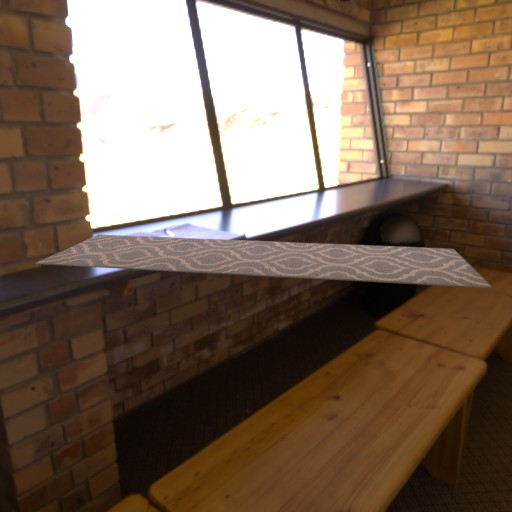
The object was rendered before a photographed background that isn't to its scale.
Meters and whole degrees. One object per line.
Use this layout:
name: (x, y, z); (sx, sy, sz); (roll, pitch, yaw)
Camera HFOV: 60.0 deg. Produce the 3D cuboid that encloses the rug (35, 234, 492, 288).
rug: (0.000, 0.000, 2.496); (2.275, 0.009, 0.684); (3, 16, 9)
